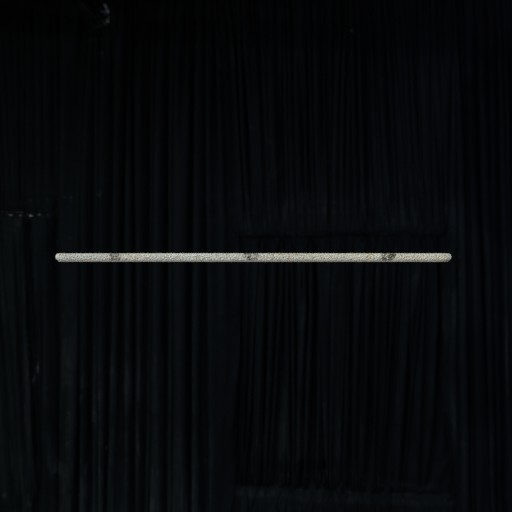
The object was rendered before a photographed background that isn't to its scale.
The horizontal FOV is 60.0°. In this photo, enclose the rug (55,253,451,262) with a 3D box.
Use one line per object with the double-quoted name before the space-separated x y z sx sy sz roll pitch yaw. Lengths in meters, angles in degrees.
"rug" 0.000 0.000 2.126 1.200 0.025 1.600 0 0 1
